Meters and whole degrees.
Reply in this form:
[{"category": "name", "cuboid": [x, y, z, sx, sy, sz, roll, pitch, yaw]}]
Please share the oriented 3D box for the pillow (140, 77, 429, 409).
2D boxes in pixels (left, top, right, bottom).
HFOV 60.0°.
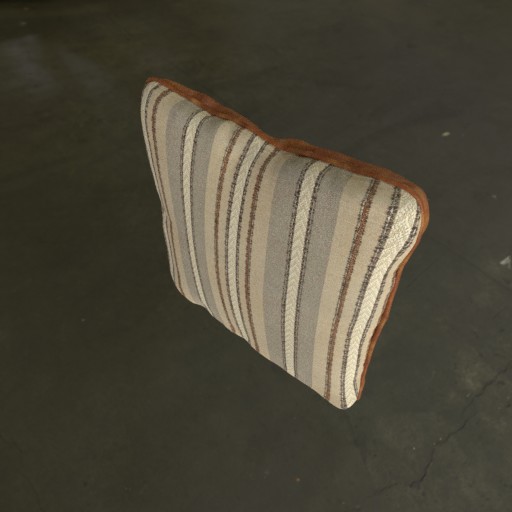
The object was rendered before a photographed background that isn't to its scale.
[{"category": "pillow", "cuboid": [0.000, 0.000, 0.751, 0.489, 0.490, 0.130, 32, 53, 27]}]
